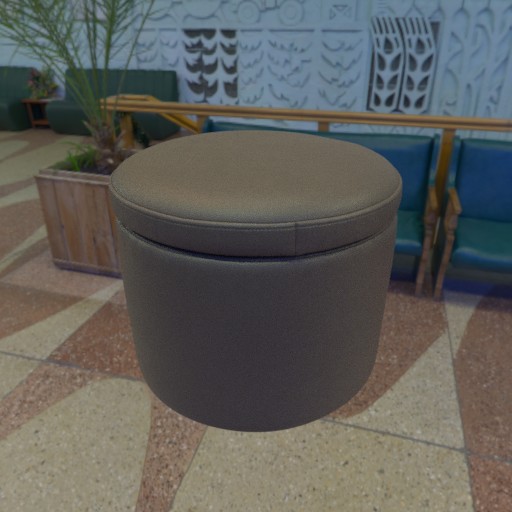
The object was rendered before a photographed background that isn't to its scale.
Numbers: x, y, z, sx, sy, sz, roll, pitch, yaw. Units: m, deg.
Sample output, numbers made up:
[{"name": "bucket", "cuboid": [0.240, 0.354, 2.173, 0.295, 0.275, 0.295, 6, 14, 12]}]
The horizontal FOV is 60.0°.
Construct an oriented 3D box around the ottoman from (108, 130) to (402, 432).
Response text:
[{"name": "ottoman", "cuboid": [0.000, 0.000, 0.854, 0.500, 0.409, 0.500, 0, 27, 0]}]
